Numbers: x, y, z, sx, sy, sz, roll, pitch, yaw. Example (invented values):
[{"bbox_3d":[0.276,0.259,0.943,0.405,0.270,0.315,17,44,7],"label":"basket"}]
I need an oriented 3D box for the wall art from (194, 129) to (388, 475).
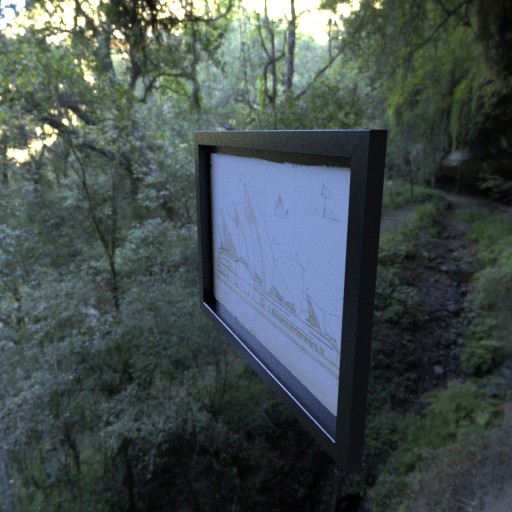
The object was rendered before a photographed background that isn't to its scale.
[{"bbox_3d":[0.000,0.000,0.840,0.027,0.458,0.657,-7,17,-24],"label":"wall art"}]
